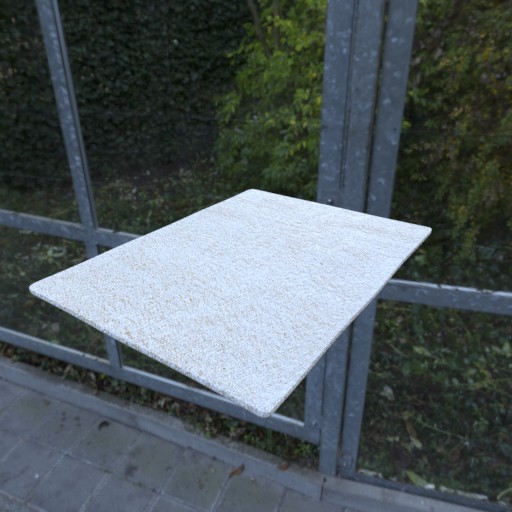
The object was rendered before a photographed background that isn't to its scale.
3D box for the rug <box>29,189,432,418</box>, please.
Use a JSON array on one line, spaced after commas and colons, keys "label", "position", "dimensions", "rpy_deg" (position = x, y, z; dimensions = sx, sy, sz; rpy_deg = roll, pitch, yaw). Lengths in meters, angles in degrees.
[{"label": "rug", "position": [0.000, 0.000, 2.108], "dimensions": [1.200, 0.027, 1.600], "rpy_deg": [17, 31, 31]}]
